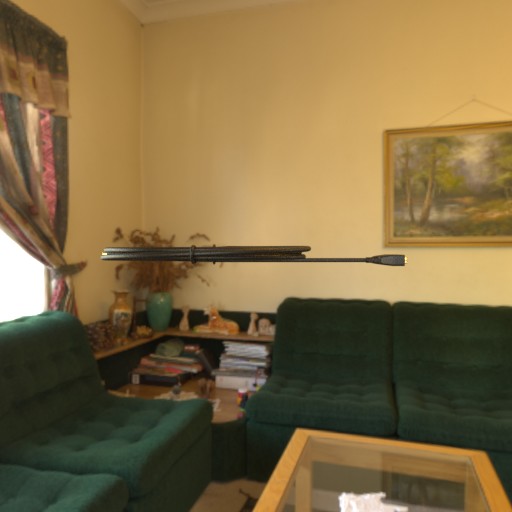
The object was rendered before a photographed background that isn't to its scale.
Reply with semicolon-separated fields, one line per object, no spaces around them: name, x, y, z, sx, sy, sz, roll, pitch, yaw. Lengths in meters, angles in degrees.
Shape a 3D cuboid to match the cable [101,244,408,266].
cable;0.000;0.000;0.520;0.422;0.030;0.257;0;1;0
